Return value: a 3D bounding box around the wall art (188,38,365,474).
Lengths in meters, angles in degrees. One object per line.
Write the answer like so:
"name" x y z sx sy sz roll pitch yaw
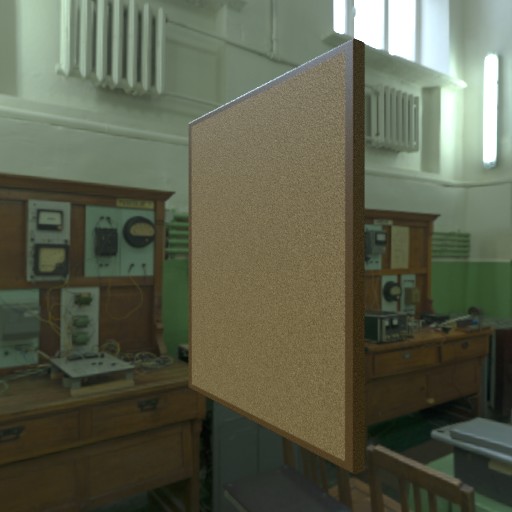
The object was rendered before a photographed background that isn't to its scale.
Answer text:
"wall art" 0.000 0.000 0.744 0.021 0.550 0.449 0 0 -36
